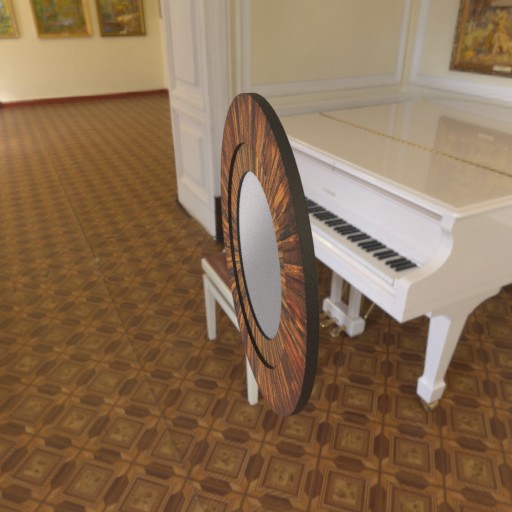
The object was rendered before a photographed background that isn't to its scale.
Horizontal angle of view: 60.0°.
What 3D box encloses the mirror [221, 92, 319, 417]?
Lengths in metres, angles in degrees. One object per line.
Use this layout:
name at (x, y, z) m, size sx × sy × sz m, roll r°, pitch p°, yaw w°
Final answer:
mirror at (0.000, 0.000, 1.557) m, size 0.036 × 1.077 × 1.077 m, roll -8°, pitch 30°, yaw -13°
